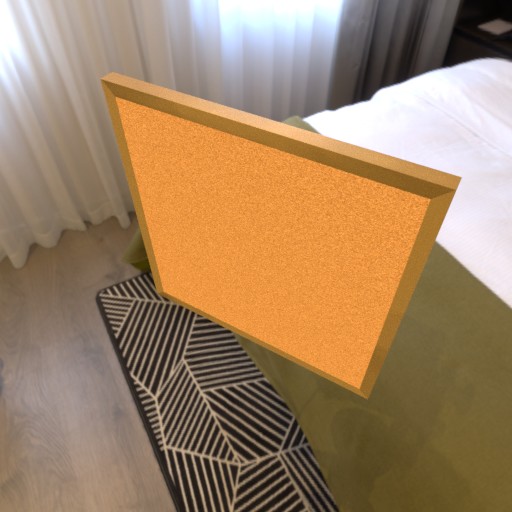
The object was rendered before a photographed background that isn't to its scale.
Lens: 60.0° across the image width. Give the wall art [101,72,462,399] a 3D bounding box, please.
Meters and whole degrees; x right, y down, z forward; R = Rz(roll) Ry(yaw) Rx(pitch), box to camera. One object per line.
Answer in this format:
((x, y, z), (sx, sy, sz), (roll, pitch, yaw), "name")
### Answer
((0.000, 0.000, 1.129), (0.762, 0.762, 0.038), (23, 51, 20), "wall art")
